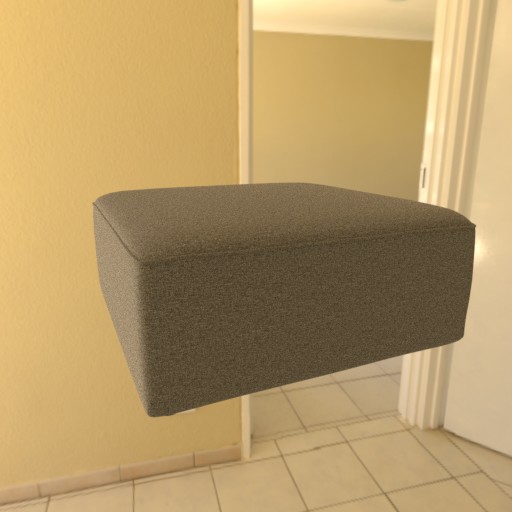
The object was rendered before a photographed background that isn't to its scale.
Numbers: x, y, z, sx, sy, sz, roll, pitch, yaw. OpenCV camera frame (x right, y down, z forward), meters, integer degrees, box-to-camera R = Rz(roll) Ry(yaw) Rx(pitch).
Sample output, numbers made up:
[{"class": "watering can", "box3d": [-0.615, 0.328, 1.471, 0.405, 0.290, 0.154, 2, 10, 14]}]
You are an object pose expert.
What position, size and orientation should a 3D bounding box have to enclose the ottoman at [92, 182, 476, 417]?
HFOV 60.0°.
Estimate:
[{"class": "ottoman", "box3d": [0.000, 0.000, 1.582, 1.005, 0.464, 1.015, -7, 16, -24]}]
